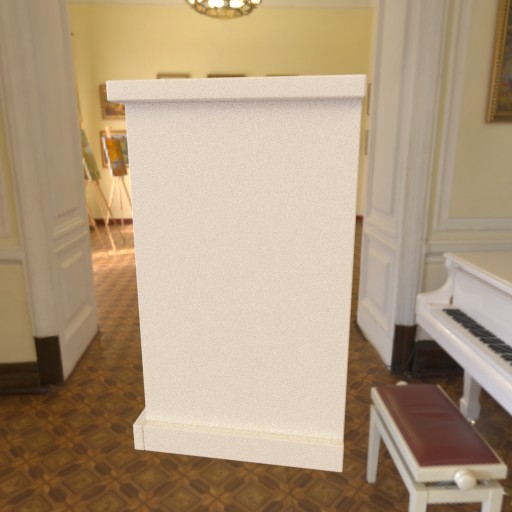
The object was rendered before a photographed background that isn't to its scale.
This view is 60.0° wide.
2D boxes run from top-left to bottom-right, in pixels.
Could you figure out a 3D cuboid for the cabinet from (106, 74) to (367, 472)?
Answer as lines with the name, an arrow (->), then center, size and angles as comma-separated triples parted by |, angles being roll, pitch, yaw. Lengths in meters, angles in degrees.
cabinet -> 0.000, 0.000, 1.050 | 0.431, 0.723, 0.520 | 2, 14, 9
